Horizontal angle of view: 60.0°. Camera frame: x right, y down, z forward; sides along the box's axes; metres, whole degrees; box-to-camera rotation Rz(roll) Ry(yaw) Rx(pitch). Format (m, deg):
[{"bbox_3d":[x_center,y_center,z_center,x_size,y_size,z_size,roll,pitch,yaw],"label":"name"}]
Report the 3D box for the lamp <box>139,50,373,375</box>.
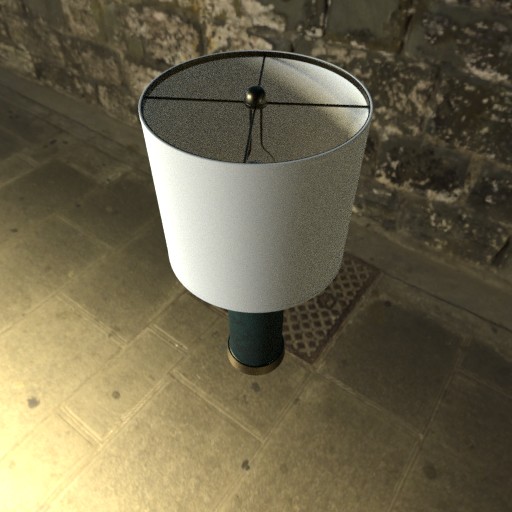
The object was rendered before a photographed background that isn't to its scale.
[{"bbox_3d":[0.000,0.000,0.795,0.301,0.630,0.301,-31,54,-26],"label":"lamp"}]
